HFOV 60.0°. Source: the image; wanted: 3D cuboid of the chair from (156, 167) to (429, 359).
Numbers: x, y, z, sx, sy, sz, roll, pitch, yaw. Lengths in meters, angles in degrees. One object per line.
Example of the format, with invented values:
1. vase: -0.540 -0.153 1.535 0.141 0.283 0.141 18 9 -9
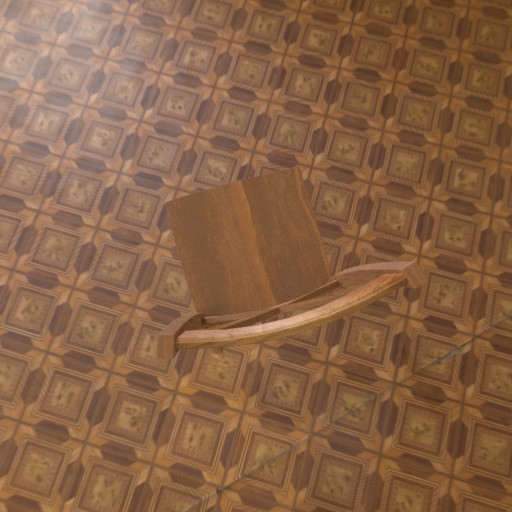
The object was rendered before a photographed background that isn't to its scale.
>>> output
1. chair: 0.000 0.000 1.288 0.485 0.983 0.542 -15 76 -4
